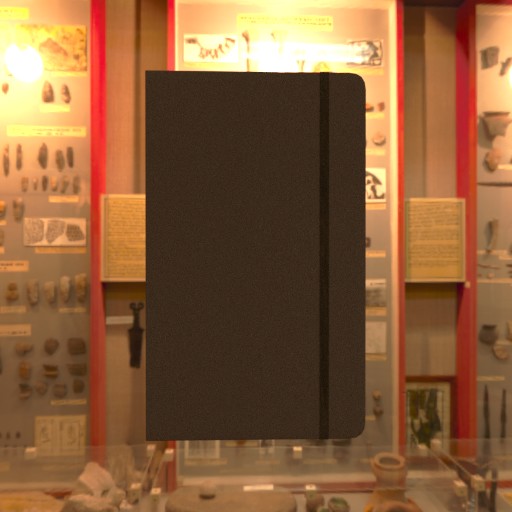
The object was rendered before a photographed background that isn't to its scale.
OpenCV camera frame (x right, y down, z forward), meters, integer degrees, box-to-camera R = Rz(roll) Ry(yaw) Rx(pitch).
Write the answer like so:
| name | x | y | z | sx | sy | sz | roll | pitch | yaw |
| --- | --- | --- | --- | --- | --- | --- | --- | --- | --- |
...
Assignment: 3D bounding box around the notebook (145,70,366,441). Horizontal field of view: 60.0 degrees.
| name | x | y | z | sx | sy | sz | roll | pitch | yaw |
| --- | --- | --- | --- | --- | --- | --- | --- | --- | --- |
| notebook | 0.000 | 0.000 | 0.263 | 0.127 | 0.213 | 0.016 | 0 | 0 | -1 |
